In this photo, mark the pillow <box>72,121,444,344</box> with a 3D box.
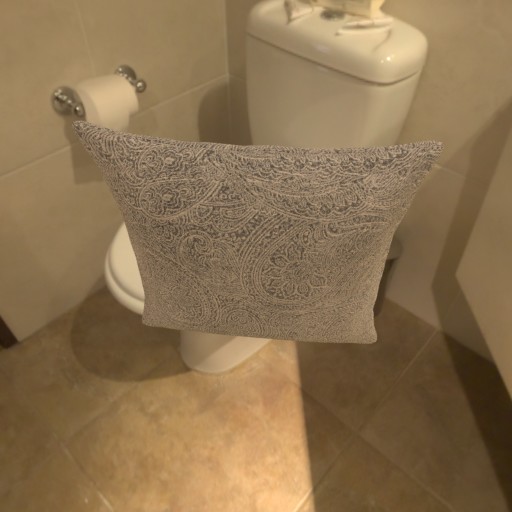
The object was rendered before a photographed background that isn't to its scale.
[{"bbox_3d":[0.000,0.000,0.798,0.523,0.510,0.166,4,47,4],"label":"pillow"}]
